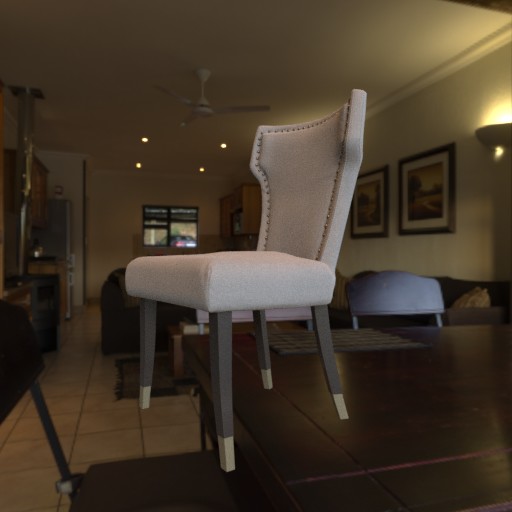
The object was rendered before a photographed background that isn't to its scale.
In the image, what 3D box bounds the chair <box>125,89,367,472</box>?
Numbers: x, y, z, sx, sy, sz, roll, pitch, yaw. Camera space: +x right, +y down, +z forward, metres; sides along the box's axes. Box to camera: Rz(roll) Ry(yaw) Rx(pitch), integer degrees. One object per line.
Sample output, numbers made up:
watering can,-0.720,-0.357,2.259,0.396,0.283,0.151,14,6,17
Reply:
chair,0.000,0.000,1.334,0.630,0.950,0.526,0,0,-36
